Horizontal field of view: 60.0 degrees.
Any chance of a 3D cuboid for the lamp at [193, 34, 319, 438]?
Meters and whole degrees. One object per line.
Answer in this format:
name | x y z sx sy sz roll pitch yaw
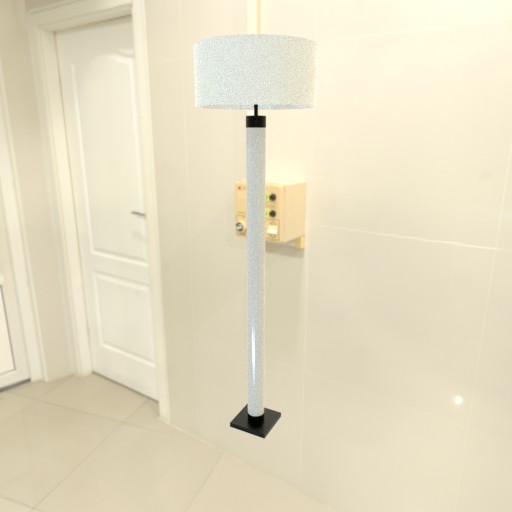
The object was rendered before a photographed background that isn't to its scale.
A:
lamp | 0.000 0.000 1.685 0.420 1.475 0.420 8 18 26
